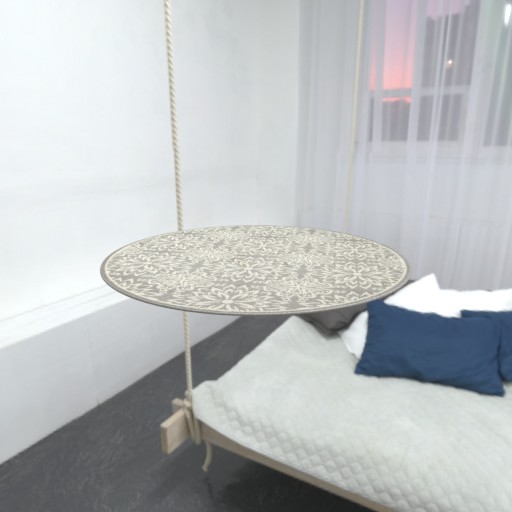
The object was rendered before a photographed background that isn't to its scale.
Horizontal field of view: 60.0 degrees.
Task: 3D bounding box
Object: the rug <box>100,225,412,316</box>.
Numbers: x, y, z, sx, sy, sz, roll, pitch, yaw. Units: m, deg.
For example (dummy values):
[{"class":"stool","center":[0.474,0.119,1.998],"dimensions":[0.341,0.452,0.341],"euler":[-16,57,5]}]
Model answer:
[{"class":"rug","center":[0.000,0.000,2.387],"dimensions":[1.593,0.012,1.593],"euler":[0,16,0]}]
